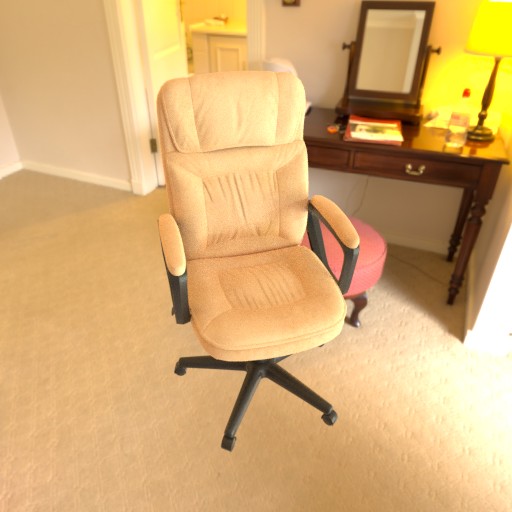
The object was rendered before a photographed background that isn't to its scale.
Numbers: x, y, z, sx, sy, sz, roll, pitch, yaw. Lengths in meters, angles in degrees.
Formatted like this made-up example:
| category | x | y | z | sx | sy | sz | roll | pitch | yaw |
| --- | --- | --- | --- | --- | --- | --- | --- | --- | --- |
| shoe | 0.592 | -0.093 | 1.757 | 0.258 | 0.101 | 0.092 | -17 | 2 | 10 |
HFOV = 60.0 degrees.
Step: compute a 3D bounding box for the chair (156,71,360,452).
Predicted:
| category | x | y | z | sx | sy | sz | roll | pitch | yaw |
| --- | --- | --- | --- | --- | --- | --- | --- | --- | --- |
| chair | 0.000 | 0.000 | 1.552 | 0.667 | 1.105 | 0.724 | -9 | 34 | -13 |
